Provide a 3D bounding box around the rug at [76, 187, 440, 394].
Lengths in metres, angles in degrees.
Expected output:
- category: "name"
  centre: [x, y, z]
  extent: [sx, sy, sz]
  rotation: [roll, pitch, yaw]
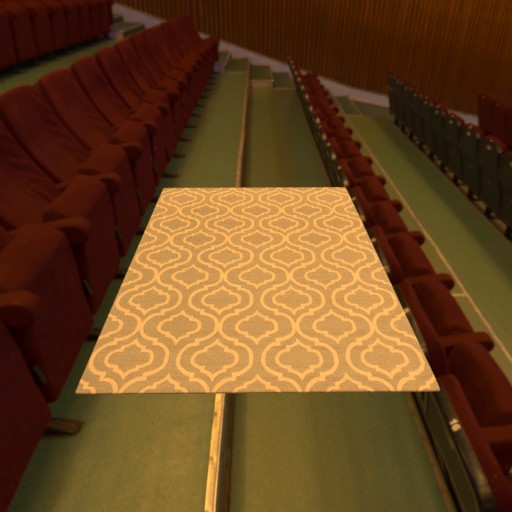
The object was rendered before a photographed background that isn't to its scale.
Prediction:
- category: "rug"
  centre: [0.000, 0.000, 2.643]
  extent: [1.451, 0.010, 2.080]
  rotation: [0, 31, 0]
